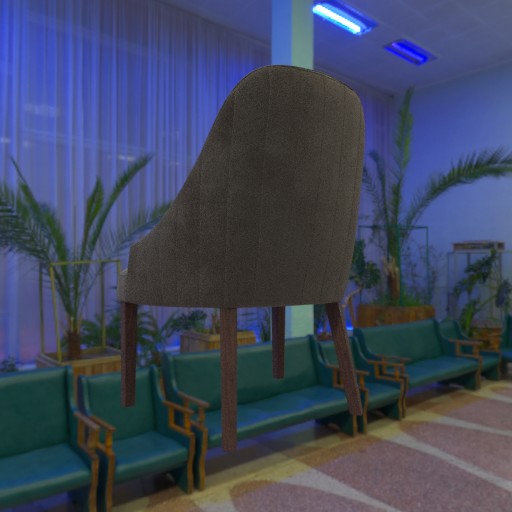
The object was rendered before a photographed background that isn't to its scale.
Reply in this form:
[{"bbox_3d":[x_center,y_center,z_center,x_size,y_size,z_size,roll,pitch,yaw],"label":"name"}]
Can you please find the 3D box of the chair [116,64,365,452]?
[{"bbox_3d":[0.000,0.000,1.293,0.643,0.889,0.575,1,-2,-36],"label":"chair"}]
